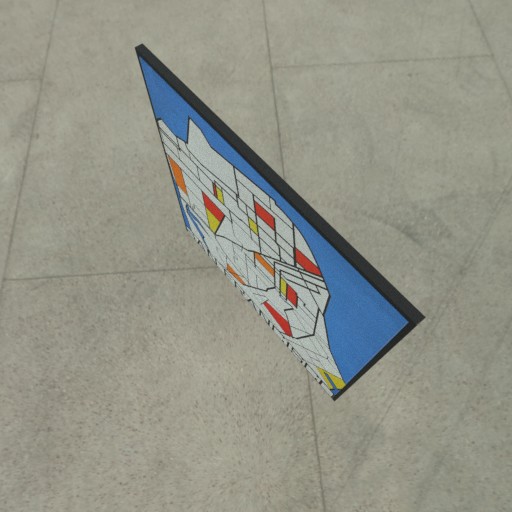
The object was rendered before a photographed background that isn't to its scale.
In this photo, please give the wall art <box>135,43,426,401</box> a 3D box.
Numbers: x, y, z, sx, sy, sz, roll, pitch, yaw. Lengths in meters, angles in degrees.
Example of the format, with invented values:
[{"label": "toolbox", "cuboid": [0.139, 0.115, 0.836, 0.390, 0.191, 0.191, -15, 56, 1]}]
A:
[{"label": "wall art", "cuboid": [0.000, 0.000, 0.674, 0.013, 0.457, 0.458, -36, 69, -16]}]
